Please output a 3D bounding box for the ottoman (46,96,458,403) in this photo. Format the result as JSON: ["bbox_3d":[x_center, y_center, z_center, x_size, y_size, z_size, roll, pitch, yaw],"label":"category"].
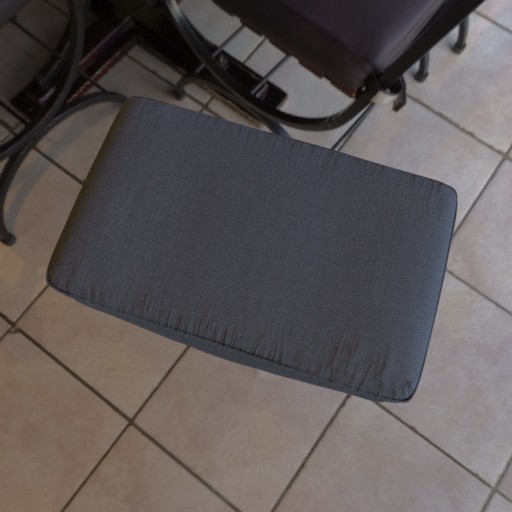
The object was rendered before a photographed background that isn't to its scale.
[{"bbox_3d":[0.000,0.000,1.207,0.885,0.438,0.570,17,75,5],"label":"ottoman"}]
